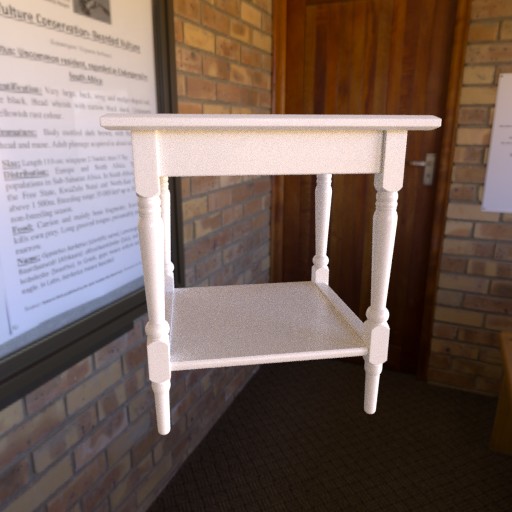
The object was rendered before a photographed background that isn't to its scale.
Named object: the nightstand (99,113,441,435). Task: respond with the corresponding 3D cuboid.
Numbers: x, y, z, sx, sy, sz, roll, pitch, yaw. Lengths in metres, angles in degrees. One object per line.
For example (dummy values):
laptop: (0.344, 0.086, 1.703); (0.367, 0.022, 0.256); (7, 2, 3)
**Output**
nightstand: (0.000, 0.000, 0.934); (0.505, 0.555, 0.459); (-2, 16, -9)
